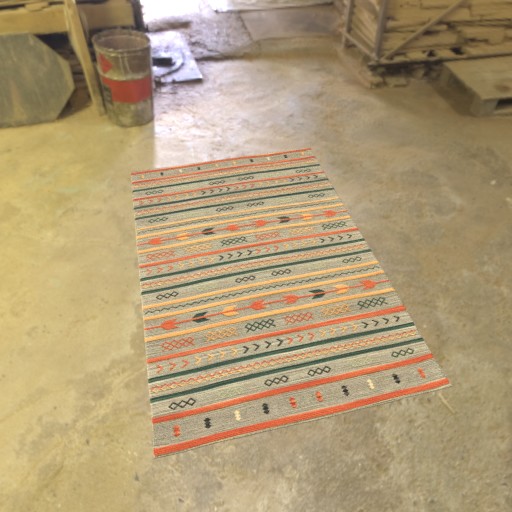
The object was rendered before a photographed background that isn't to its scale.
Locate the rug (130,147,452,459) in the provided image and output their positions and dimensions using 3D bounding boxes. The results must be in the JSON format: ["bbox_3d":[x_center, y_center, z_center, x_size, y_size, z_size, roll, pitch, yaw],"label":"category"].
[{"bbox_3d":[0.000,0.000,2.339,1.220,0.017,1.835,-10,47,-9],"label":"rug"}]
